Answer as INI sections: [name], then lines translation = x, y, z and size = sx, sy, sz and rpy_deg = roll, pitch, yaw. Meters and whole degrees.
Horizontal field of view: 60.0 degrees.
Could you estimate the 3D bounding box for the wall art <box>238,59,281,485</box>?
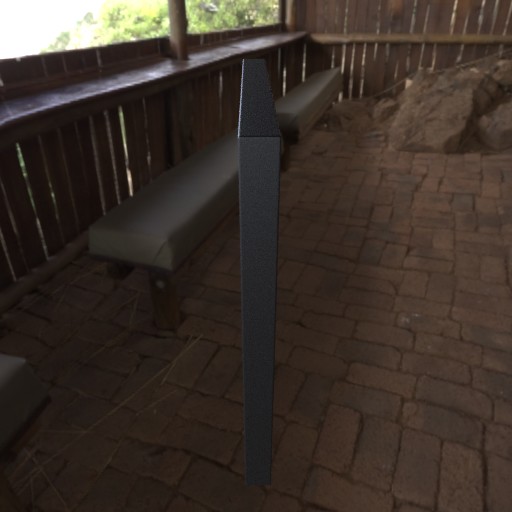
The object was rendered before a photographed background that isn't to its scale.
[wall art]
translation = 0.000, 0.000, 0.519
size = 0.028, 0.381, 0.328
rpy_deg = 0, 32, -1
